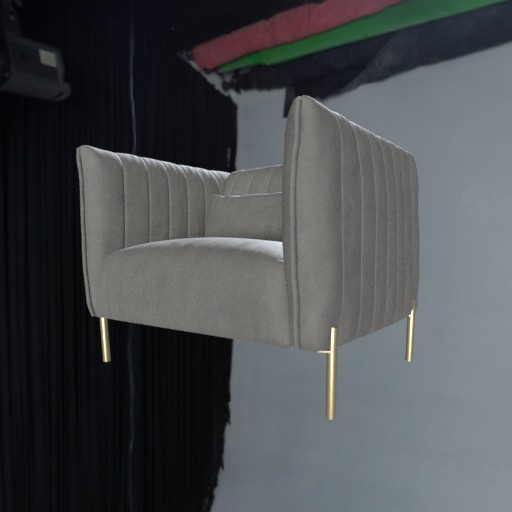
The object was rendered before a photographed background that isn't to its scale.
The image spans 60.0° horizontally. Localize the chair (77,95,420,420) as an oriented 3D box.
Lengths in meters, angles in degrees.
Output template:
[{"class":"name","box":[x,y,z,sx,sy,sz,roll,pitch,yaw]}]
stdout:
[{"class":"chair","box":[0.000,0.000,1.607,0.981,0.779,0.873,1,2,36]}]
